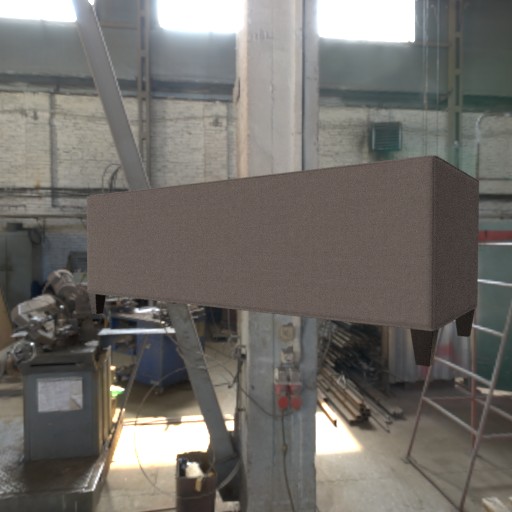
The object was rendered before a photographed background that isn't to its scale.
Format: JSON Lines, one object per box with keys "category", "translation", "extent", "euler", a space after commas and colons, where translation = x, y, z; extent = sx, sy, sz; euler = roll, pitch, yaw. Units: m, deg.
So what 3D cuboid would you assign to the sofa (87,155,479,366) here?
{"category": "sofa", "translation": [0.000, 0.000, 2.515], "extent": [2.159, 0.762, 0.775], "euler": [1, 2, 37]}
